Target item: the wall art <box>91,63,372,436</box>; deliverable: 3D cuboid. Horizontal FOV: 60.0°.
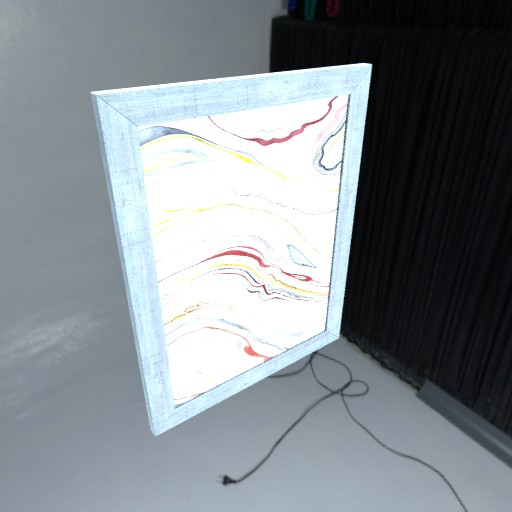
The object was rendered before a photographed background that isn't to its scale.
[{"bbox_3d":[0.000,0.000,0.807,0.481,0.613,0.020,-20,35,-30],"label":"wall art"}]
